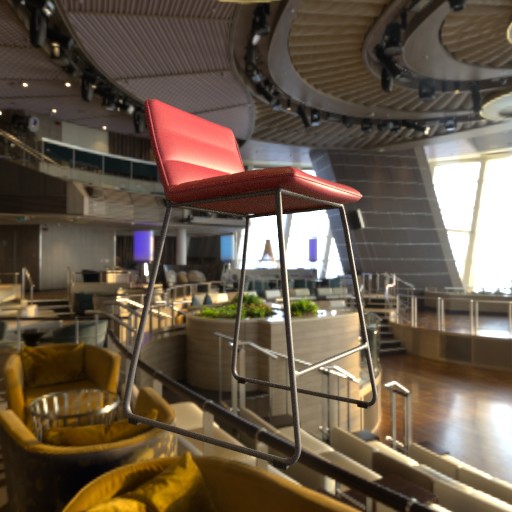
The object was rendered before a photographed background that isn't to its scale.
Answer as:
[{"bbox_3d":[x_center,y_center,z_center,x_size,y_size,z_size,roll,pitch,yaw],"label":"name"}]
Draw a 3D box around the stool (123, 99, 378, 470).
[{"bbox_3d":[0.000,0.000,1.217,0.524,0.866,0.489,-1,-1,35],"label":"stool"}]
